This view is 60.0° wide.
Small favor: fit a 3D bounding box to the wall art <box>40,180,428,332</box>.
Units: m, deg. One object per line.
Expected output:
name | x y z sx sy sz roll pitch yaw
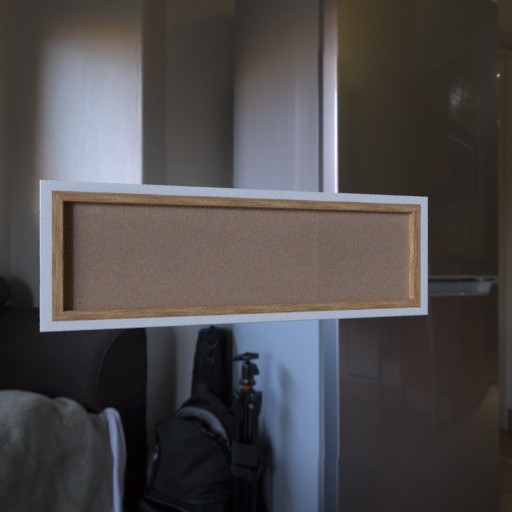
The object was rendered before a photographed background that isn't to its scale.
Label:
wall art | 0.000 0.000 0.868 0.766 0.256 0.036 0 0 -16
